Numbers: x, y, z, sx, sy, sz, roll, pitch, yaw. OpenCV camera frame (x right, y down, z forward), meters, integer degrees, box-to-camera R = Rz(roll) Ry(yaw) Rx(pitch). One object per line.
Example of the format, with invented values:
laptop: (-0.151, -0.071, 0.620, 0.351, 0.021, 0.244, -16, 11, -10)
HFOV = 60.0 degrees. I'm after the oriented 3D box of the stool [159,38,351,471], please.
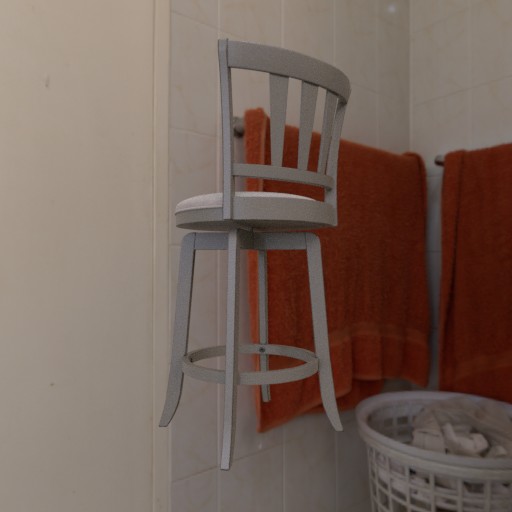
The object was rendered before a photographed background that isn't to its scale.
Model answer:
stool: (0.000, 0.000, 1.264, 0.450, 0.994, 0.486, 1, -1, -37)
